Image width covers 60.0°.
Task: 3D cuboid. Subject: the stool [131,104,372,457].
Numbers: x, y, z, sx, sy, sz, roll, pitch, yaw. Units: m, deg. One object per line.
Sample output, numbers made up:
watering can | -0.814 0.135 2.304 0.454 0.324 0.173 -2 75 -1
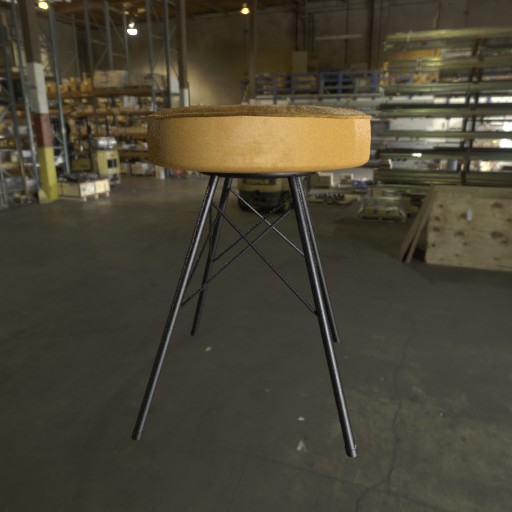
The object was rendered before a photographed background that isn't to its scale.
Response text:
stool | 0.000 0.000 0.937 0.438 0.595 0.472 2 16 8
